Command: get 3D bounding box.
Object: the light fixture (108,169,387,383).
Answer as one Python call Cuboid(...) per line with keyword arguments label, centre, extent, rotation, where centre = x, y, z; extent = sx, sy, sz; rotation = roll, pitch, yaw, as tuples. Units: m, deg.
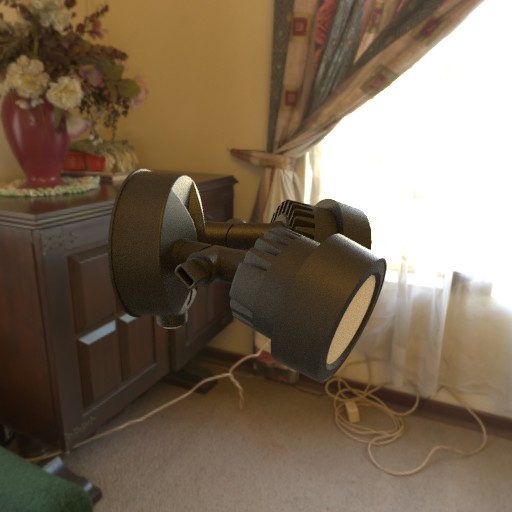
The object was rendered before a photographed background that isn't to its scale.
Cuboid(label="light fixture", centre=(0.000, 0.000, 0.316), extent=(0.168, 0.120, 0.213), rotation=(3, 16, 9))
